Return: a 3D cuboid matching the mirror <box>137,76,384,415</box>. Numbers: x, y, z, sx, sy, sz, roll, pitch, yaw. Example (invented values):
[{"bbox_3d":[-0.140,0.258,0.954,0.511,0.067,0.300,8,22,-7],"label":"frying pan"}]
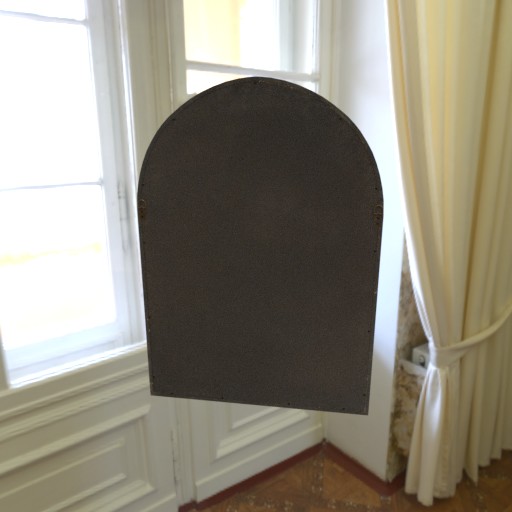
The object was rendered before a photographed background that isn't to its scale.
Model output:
[{"bbox_3d":[0.000,0.000,1.220,0.660,0.920,0.032,2,16,9],"label":"mirror"}]
